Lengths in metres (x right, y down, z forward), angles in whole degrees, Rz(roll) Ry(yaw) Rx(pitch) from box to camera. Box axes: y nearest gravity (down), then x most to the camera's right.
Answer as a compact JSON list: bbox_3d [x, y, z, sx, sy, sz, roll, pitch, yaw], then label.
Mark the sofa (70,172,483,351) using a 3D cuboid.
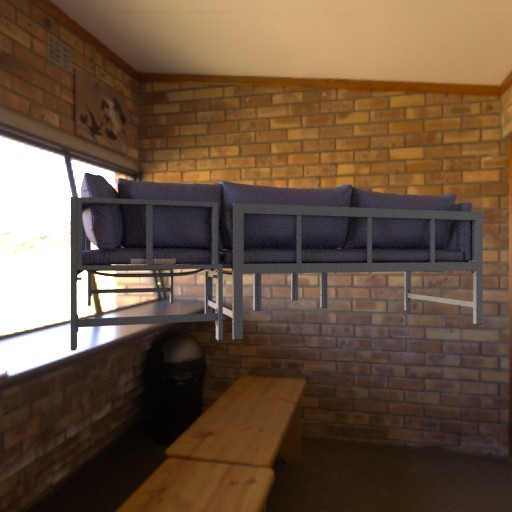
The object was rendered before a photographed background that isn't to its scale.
[{"bbox_3d":[0.000,0.000,2.932,2.149,0.762,1.658,0,0,-18],"label":"sofa"}]
